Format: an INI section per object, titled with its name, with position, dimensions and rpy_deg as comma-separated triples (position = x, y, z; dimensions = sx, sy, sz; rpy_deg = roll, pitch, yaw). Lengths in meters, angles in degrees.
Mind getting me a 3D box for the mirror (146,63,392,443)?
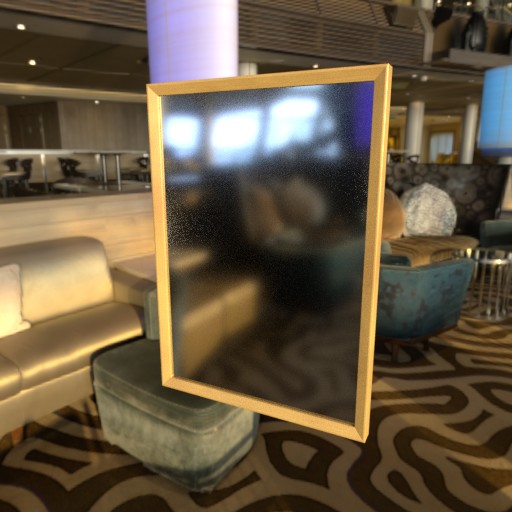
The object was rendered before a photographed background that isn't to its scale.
[mirror]
position = 0.000, 0.000, 0.935
dimensions = 0.507, 0.710, 0.039
rpy_deg = 6, 15, 26
